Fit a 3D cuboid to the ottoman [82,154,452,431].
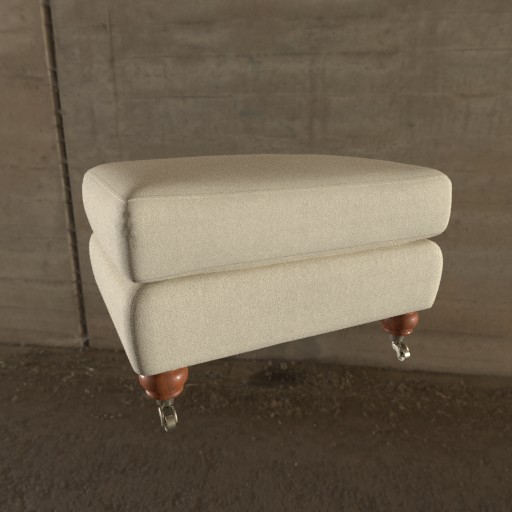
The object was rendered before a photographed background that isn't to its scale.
[{"bbox_3d":[0.000,0.000,1.142,0.773,0.499,0.569,-8,19,-25],"label":"ottoman"}]
